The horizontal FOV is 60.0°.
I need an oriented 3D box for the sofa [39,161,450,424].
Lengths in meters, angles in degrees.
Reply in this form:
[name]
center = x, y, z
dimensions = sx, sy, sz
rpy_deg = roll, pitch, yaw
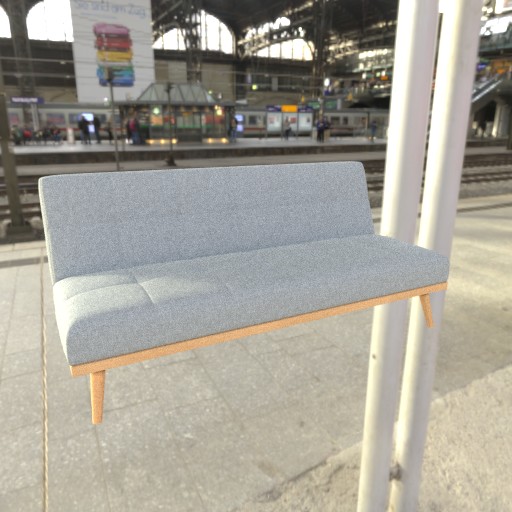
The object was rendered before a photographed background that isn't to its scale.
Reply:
[sofa]
center = 0.000, 0.000, 2.151
dimensions = 1.820, 0.800, 0.800
rpy_deg = -8, 18, -26
